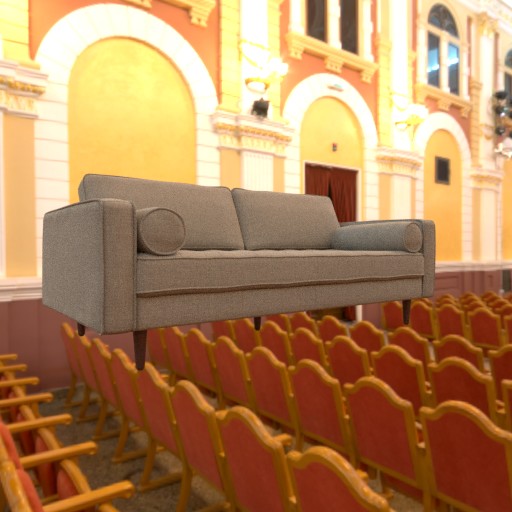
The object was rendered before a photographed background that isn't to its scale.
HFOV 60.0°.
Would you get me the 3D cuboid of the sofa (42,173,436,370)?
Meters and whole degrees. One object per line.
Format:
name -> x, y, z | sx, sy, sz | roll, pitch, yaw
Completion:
sofa -> 0.000, 0.000, 2.277 | 1.879, 0.762, 0.914 | -1, 1, -36
